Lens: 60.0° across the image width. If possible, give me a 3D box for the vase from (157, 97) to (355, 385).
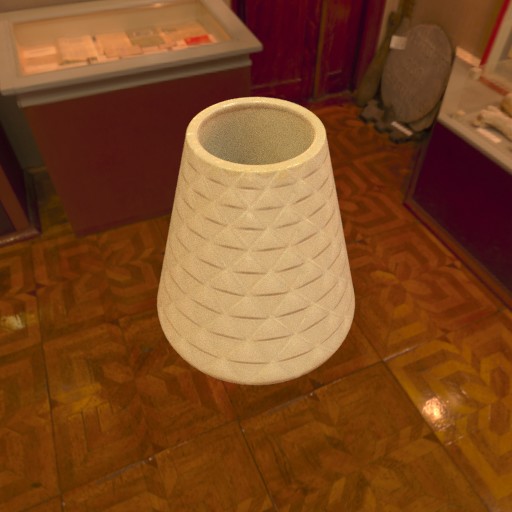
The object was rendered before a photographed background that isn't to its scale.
[{"bbox_3d":[0.000,0.000,0.362,0.175,0.230,0.175,0,47,0],"label":"vase"}]
